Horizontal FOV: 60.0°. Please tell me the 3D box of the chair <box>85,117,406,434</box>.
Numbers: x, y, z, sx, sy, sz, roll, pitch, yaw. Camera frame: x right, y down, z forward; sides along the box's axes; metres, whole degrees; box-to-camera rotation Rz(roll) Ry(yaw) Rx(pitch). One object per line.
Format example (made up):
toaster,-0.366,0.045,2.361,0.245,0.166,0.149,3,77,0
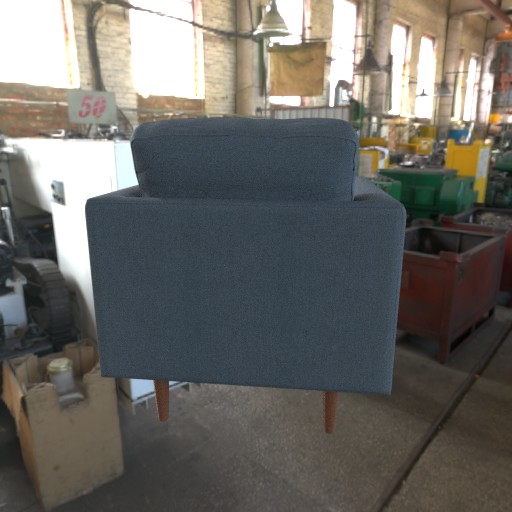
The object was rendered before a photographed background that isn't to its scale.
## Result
chair,0.000,0.000,1.576,0.855,0.922,0.820,2,15,6
